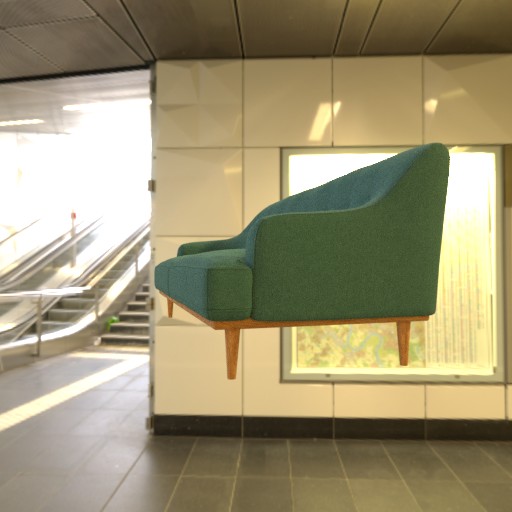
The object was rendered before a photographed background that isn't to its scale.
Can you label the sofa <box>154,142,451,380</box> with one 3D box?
[{"bbox_3d":[0.000,0.000,2.498,0.978,0.871,2.057,0,-1,-17],"label":"sofa"}]
